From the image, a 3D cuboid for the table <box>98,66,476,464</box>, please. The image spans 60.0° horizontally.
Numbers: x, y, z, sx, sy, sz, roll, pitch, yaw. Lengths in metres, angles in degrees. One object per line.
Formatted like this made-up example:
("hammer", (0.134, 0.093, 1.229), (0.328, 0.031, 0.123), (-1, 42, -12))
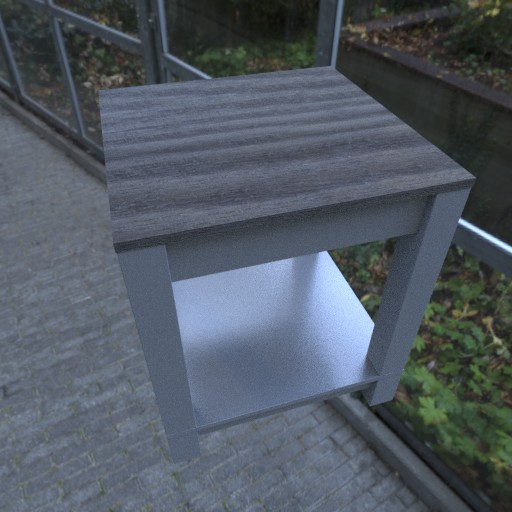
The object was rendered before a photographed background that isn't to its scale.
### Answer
("table", (0.000, 0.000, 0.953), (0.506, 0.587, 0.504), (-11, 42, -13))
